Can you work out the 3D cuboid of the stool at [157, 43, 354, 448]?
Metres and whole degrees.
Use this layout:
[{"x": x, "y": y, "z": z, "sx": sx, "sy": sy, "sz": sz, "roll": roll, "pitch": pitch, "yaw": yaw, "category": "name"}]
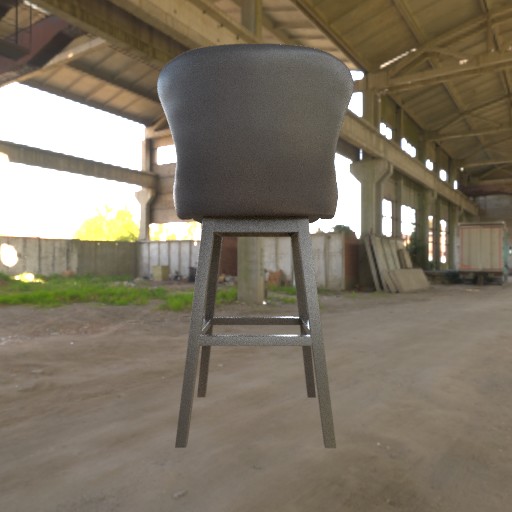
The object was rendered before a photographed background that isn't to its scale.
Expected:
[{"x": 0.000, "y": 0.000, "z": 1.373, "sx": 0.528, "sy": 1.050, "sz": 0.601, "roll": 0, "pitch": 0, "yaw": 0, "category": "stool"}]
